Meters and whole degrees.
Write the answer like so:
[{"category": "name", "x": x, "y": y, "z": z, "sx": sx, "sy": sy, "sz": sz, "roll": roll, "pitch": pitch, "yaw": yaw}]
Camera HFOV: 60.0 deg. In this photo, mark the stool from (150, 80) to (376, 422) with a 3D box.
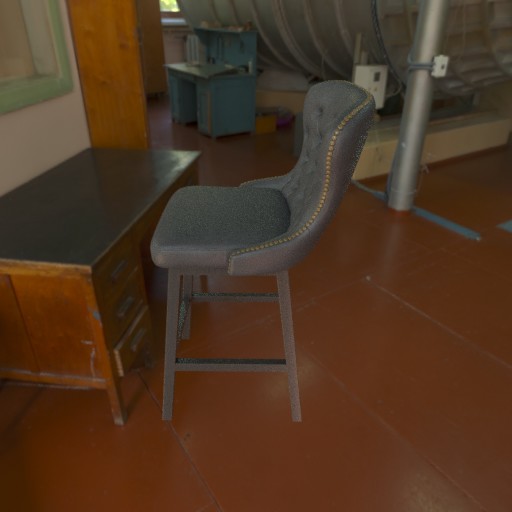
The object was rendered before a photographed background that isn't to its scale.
[{"category": "stool", "x": 0.000, "y": 0.000, "z": 1.362, "sx": 0.593, "sy": 0.971, "sz": 0.528, "roll": 0, "pitch": 29, "yaw": 1}]
